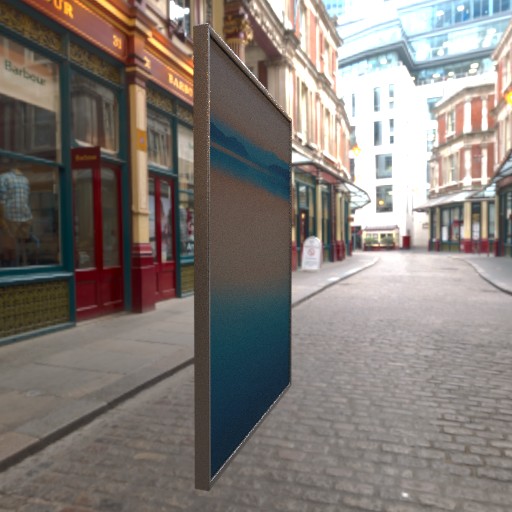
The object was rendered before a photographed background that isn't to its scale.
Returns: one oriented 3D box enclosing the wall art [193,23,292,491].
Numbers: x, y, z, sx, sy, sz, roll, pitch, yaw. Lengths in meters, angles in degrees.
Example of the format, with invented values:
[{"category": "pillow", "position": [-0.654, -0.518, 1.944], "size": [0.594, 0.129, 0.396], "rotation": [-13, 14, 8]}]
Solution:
[{"category": "wall art", "position": [0.000, 0.000, 1.389], "size": [0.037, 1.062, 0.801], "rotation": [0, 2, 18]}]
